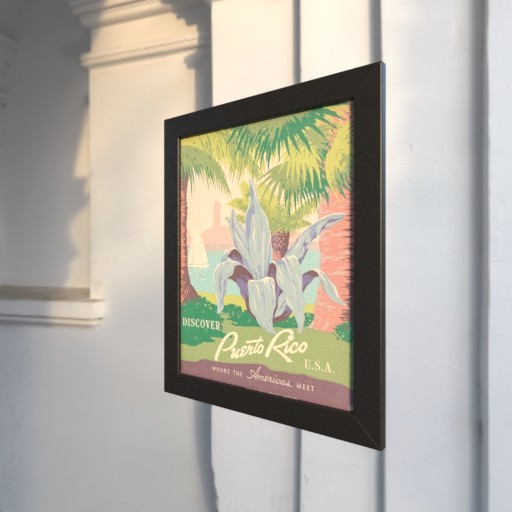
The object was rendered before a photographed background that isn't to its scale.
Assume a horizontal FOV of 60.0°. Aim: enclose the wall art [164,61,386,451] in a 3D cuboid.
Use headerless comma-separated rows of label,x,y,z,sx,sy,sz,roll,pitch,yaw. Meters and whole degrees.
wall art,0.000,0.000,0.810,0.481,0.582,0.018,0,0,37
